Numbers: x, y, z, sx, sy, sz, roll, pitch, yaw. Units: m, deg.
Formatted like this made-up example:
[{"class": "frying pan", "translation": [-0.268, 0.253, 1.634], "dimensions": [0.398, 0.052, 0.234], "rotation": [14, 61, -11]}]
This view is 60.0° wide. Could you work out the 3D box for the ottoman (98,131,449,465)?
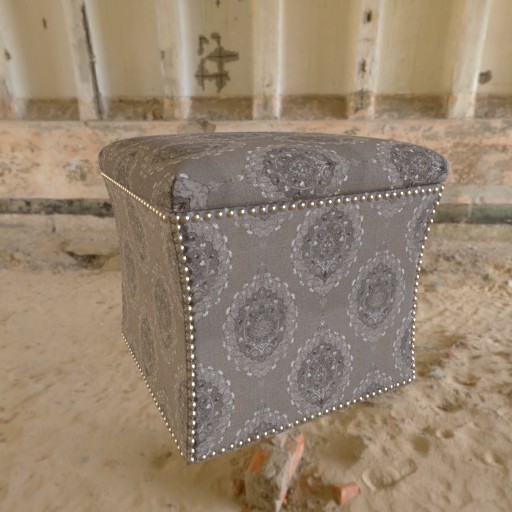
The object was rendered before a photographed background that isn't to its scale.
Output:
[{"class": "ottoman", "translation": [0.000, 0.000, 0.890], "dimensions": [0.507, 0.473, 0.497], "rotation": [-9, 21, -26]}]
